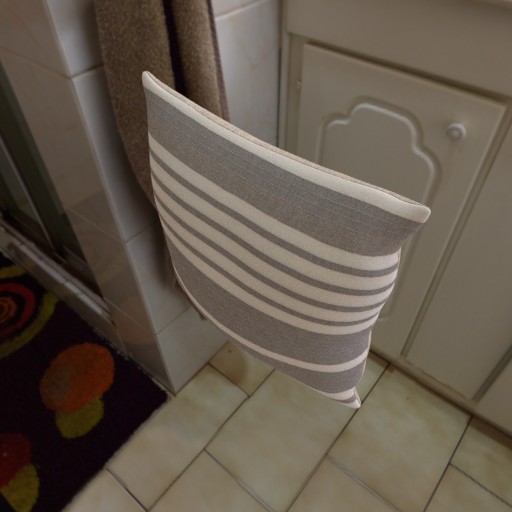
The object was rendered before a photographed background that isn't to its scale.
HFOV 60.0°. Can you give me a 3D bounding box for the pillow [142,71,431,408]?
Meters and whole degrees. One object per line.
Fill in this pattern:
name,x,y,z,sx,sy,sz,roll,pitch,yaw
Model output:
pillow,0.000,0.000,0.666,0.439,0.440,0.182,33,55,27
